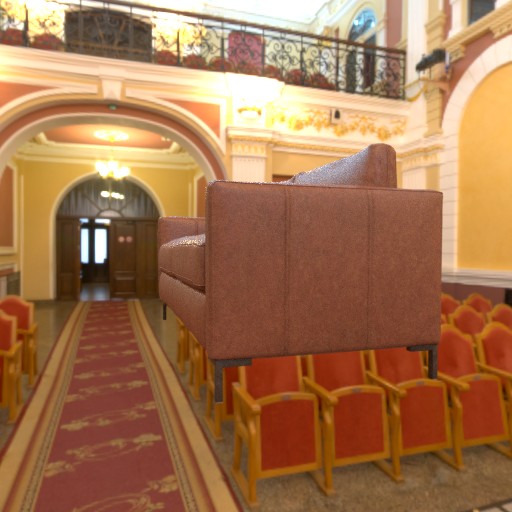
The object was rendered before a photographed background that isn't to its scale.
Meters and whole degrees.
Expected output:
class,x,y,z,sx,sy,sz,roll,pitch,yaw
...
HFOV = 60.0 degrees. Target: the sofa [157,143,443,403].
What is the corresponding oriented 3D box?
class,x,y,z,sx,sy,sz,roll,pitch,yaw
sofa,0.000,0.000,2.301,0.899,0.883,1.797,0,1,-18
